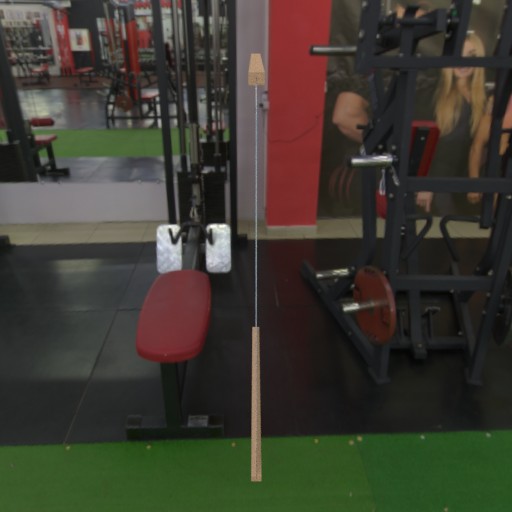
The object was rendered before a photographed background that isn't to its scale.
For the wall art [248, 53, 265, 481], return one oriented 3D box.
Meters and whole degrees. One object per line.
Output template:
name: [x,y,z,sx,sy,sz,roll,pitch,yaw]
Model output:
wall art: [0.000,0.000,0.631,0.013,0.510,0.335,0,27,0]
